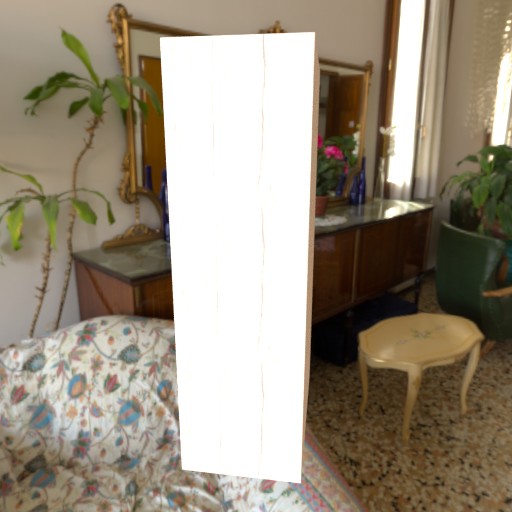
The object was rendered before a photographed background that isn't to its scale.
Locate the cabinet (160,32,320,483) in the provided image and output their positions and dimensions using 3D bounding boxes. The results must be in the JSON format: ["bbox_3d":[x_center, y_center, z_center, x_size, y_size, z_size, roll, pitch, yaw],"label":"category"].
[{"bbox_3d":[0.000,0.000,2.336,0.580,1.930,0.980,2,15,9],"label":"cabinet"}]
